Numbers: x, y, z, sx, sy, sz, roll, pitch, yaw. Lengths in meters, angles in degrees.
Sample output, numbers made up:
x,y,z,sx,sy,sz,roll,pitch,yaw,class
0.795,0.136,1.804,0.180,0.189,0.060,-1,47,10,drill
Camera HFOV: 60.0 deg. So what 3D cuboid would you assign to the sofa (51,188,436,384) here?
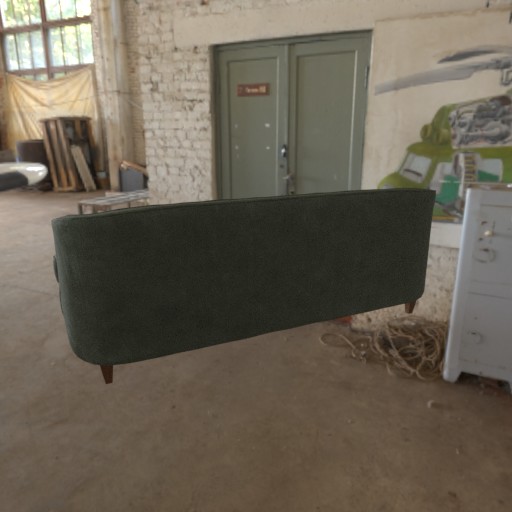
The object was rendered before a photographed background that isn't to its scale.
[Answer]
x,y,z,sx,sy,sz,roll,pitch,yaw,class
0.000,0.000,2.755,2.278,0.855,0.941,-8,17,-25,sofa
